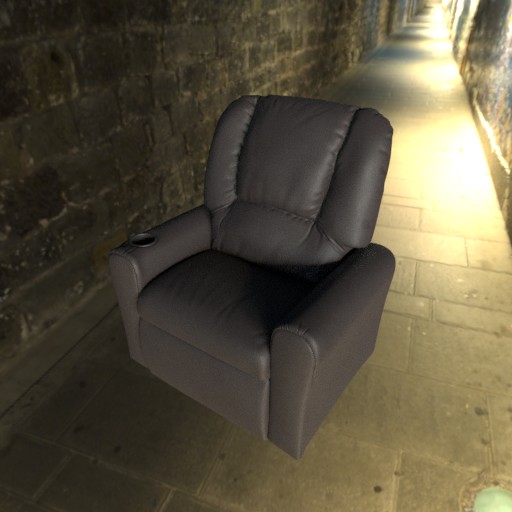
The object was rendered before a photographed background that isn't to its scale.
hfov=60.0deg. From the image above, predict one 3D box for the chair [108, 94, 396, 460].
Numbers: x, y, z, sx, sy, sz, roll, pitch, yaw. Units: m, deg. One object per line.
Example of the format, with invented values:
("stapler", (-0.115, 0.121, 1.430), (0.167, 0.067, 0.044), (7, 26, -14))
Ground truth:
("chair", (0.000, 0.000, 1.132), (0.610, 0.709, 0.521), (20, 36, 29))
